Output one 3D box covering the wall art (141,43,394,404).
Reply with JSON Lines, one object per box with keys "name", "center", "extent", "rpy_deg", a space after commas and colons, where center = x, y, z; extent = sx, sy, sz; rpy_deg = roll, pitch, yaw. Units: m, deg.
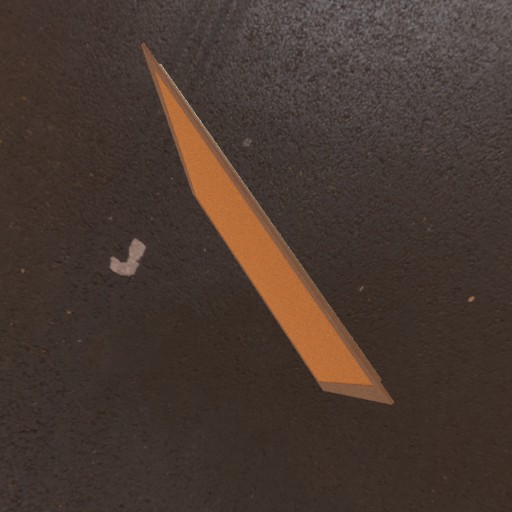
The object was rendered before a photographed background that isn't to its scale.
{"name": "wall art", "center": [0.000, 0.000, 1.655], "extent": [0.025, 1.067, 1.168], "rpy_deg": [-32, 77, -8]}
